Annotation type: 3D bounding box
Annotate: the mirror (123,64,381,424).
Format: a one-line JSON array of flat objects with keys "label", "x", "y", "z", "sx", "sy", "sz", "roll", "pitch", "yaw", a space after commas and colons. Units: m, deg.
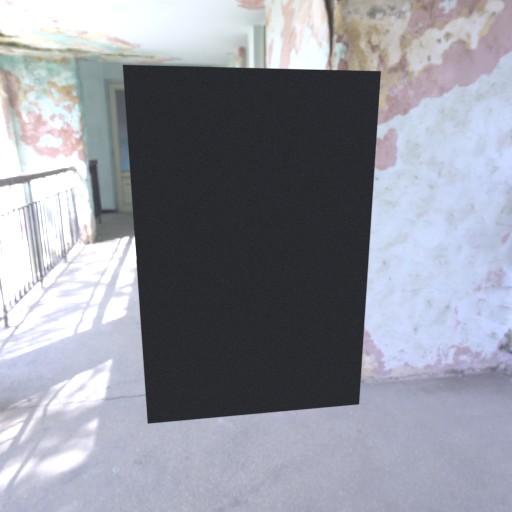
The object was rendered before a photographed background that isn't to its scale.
[{"label": "mirror", "x": 0.000, "y": 0.000, "z": 1.163, "sx": 0.606, "sy": 0.912, "sz": 0.044, "roll": -2, "pitch": 15, "yaw": -8}]
